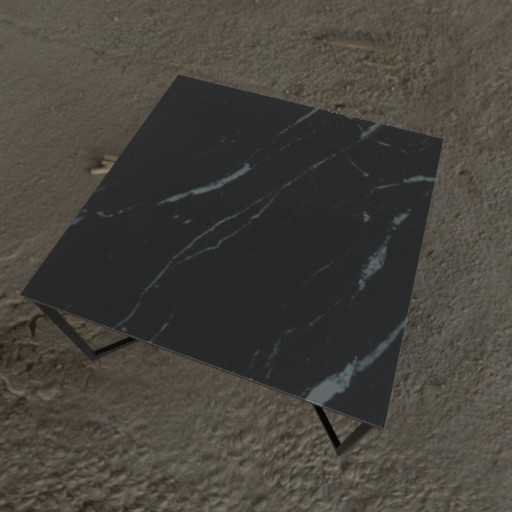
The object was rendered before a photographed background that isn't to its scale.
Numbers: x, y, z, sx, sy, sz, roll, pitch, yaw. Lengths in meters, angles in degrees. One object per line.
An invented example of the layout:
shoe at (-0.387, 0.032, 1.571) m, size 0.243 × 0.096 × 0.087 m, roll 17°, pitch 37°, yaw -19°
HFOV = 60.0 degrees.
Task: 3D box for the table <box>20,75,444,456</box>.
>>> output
table at (0.000, 0.000, 1.278) m, size 0.800 × 0.450 × 0.800 m, roll 17°, pitch 60°, yaw 10°
